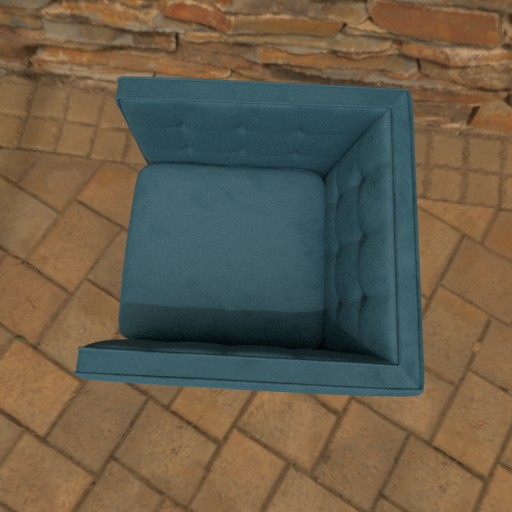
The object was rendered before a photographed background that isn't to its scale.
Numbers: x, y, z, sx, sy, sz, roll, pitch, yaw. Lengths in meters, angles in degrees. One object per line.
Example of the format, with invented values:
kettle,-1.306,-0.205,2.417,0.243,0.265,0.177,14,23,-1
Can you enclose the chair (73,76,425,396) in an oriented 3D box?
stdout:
chair,0.000,0.000,1.553,0.894,0.790,0.880,3,76,1
